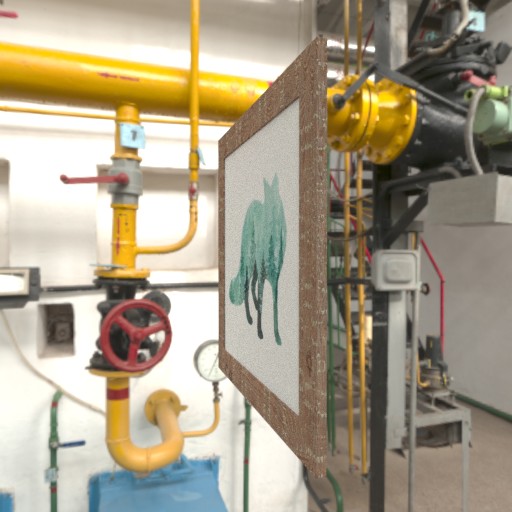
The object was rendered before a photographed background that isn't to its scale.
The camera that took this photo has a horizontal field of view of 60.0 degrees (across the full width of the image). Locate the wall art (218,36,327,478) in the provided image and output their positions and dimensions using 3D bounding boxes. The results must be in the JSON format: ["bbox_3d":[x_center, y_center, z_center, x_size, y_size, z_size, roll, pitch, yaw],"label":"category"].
[{"bbox_3d":[0.000,0.000,0.570,0.012,0.384,0.384,0,1,-18],"label":"wall art"}]
